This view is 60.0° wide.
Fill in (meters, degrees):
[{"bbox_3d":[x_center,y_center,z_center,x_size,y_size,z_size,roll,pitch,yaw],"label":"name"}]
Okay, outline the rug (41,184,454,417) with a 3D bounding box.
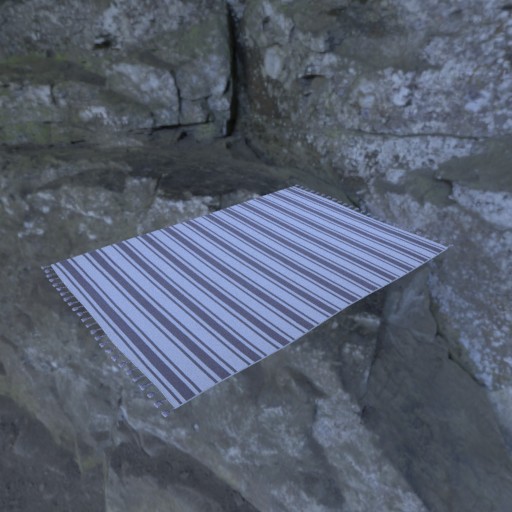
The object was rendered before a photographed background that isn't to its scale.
[{"bbox_3d":[0.000,0.000,3.874,3.040,0.017,2.030,-23,37,-34],"label":"rug"}]
